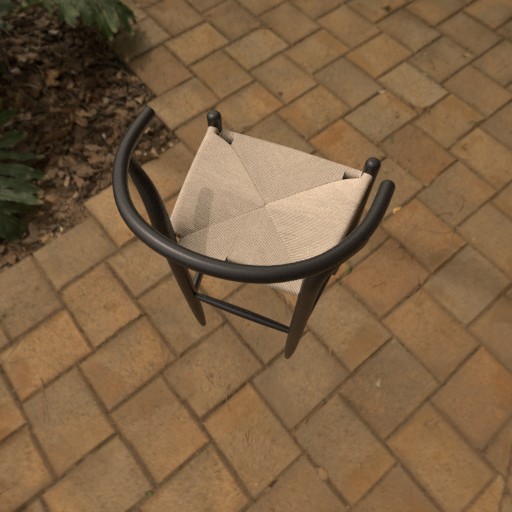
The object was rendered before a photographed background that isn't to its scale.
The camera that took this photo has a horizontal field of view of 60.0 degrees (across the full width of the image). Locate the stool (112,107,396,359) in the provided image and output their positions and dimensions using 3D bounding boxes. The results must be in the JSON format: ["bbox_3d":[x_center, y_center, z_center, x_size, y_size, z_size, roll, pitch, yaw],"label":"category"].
[{"bbox_3d":[0.000,0.000,1.299,0.569,0.970,0.579,19,64,10],"label":"stool"}]
